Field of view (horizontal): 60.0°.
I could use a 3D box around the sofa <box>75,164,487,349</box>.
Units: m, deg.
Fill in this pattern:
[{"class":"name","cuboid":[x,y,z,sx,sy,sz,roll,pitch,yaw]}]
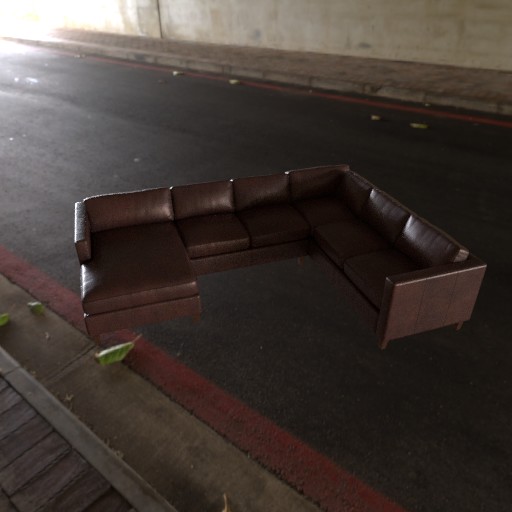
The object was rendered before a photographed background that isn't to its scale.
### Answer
[{"class":"sofa","cuboid":[0.000,0.000,4.435,3.324,0.891,2.452,-10,33,-16]}]
